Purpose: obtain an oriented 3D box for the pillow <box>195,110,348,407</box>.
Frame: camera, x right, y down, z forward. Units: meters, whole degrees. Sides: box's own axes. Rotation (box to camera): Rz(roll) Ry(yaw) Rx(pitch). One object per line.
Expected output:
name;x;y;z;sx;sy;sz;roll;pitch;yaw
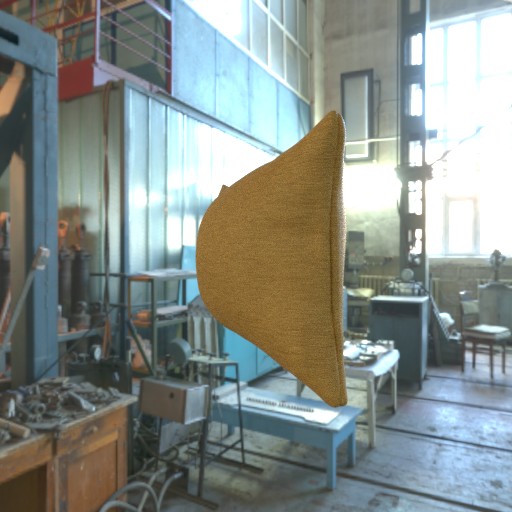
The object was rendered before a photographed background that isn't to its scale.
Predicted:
pillow;0.000;0.000;0.812;0.210;0.354;0.634;0;0;-17
